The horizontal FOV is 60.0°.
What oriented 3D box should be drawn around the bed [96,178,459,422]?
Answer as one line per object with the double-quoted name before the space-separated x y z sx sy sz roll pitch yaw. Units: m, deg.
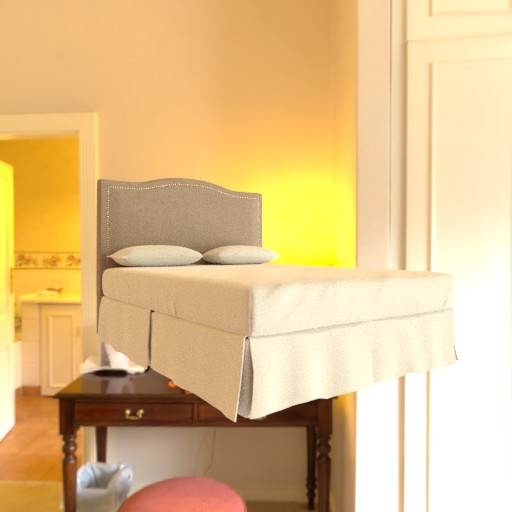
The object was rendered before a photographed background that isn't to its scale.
"bed" 0.000 0.000 3.350 1.821 1.436 2.282 -1 1 -36
